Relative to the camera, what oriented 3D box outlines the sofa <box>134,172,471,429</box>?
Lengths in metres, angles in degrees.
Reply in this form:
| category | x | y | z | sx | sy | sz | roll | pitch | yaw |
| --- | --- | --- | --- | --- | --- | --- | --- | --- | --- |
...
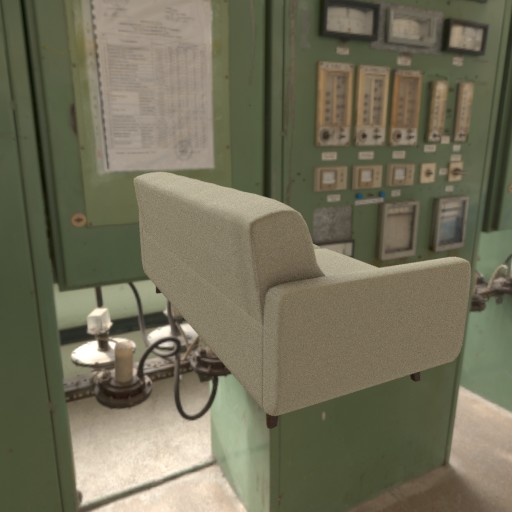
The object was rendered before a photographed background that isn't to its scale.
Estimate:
| category | x | y | z | sx | sy | sz | roll | pitch | yaw |
| --- | --- | --- | --- | --- | --- | --- | --- | --- | --- |
| sofa | 0.000 | 0.000 | 2.590 | 0.980 | 0.892 | 2.137 | -7 | 17 | -26 |
